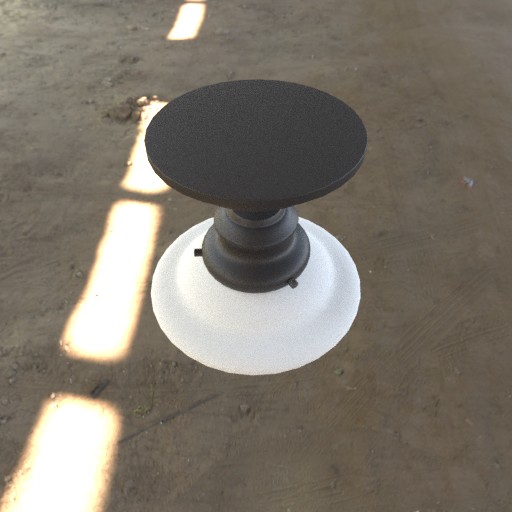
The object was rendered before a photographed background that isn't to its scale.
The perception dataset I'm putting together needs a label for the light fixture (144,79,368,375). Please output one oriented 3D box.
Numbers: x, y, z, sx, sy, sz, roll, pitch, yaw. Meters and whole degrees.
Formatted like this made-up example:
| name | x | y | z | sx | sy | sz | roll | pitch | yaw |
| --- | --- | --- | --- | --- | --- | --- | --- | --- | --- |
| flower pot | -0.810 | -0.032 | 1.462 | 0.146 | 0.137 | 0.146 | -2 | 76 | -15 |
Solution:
| name | x | y | z | sx | sy | sz | roll | pitch | yaw |
| --- | --- | --- | --- | --- | --- | --- | --- | --- | --- |
| light fixture | 0.000 | 0.000 | 0.397 | 0.197 | 0.254 | 0.197 | 0 | 47 | 0 |
